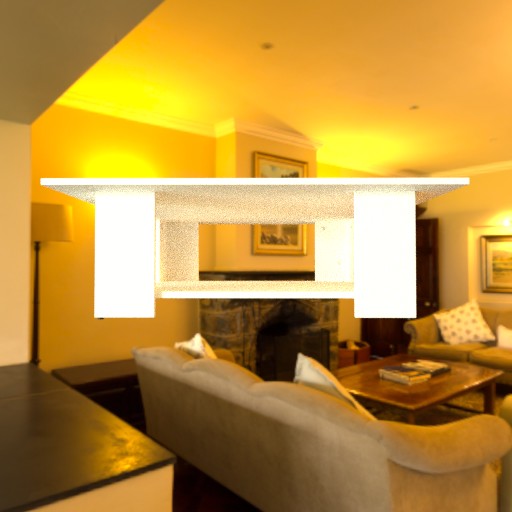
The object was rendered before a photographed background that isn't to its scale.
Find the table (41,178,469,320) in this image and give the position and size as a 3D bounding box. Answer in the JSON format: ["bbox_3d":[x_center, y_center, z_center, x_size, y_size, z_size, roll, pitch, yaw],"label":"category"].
[{"bbox_3d":[0.000,0.000,1.361,0.890,0.305,0.890,0,-1,0],"label":"table"}]
